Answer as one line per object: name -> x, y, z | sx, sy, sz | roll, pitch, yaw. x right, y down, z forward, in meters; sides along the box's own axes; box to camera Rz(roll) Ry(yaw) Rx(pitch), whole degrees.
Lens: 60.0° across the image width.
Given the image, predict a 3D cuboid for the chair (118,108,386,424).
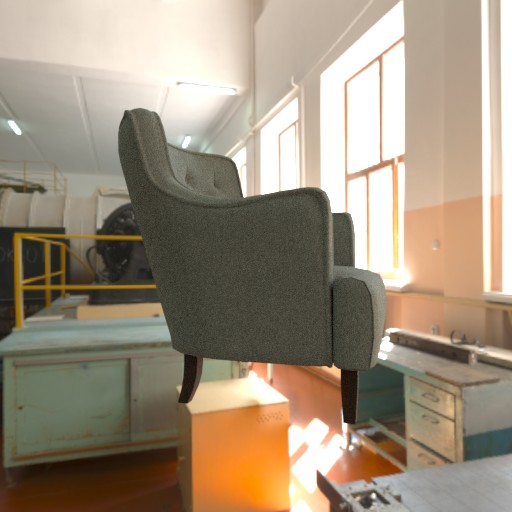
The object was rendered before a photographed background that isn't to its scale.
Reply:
chair -> 0.000, 0.000, 1.614 | 0.910, 0.920, 0.820 | 0, -1, 18
